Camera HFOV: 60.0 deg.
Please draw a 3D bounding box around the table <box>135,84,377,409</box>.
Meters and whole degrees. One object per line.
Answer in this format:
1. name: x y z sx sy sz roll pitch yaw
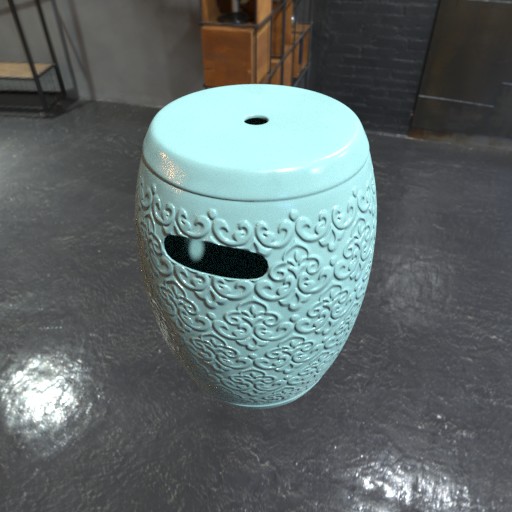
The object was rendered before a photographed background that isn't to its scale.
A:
1. table: 0.000 0.000 0.615 0.309 0.397 0.309 0 40 0
